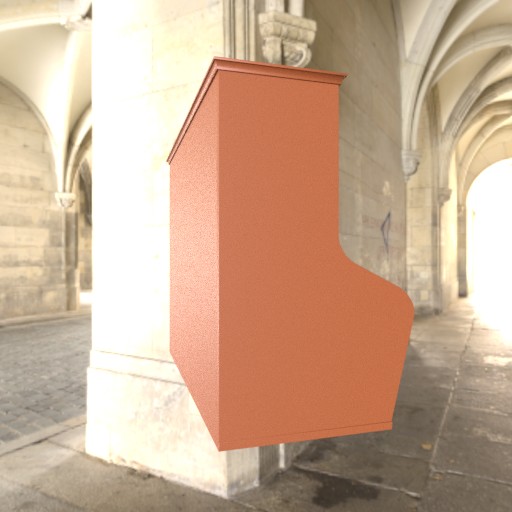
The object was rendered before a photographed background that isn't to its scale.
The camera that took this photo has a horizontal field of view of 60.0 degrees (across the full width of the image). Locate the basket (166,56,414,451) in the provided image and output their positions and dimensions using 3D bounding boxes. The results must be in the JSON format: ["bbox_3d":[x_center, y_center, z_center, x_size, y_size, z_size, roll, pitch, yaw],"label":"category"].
[{"bbox_3d":[0.000,0.000,1.126,0.376,0.625,0.792,0,0,-17],"label":"basket"}]
